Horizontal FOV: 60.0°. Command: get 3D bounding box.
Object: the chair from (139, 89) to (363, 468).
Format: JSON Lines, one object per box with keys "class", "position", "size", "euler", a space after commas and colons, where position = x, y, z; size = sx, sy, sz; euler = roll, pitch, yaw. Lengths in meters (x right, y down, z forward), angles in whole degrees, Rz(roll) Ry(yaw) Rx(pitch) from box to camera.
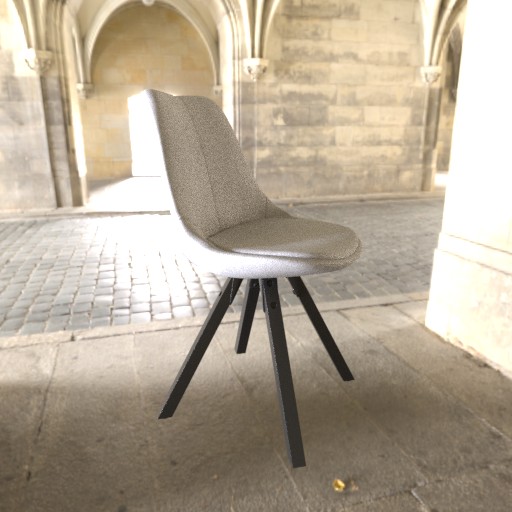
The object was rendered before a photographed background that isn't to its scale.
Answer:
{"class": "chair", "position": [0.000, 0.000, 1.198], "size": [0.550, 0.850, 0.485], "euler": [8, 17, 26]}
